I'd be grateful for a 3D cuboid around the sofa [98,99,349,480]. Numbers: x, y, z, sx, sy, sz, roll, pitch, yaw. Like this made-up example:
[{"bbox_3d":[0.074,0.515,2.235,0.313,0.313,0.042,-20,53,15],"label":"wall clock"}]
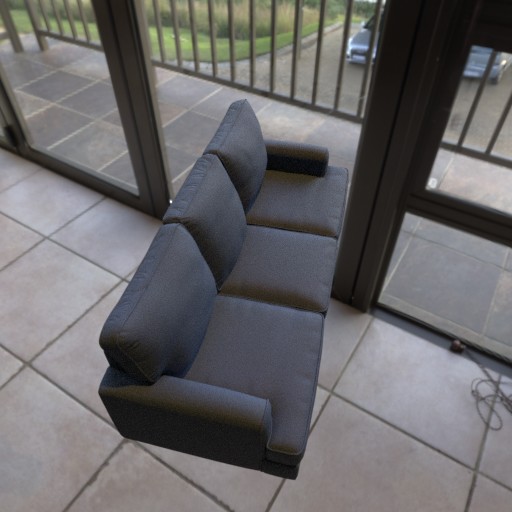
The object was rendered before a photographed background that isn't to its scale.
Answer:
[{"bbox_3d":[0.000,0.000,2.640,0.951,0.965,2.158,10,47,9],"label":"sofa"}]
